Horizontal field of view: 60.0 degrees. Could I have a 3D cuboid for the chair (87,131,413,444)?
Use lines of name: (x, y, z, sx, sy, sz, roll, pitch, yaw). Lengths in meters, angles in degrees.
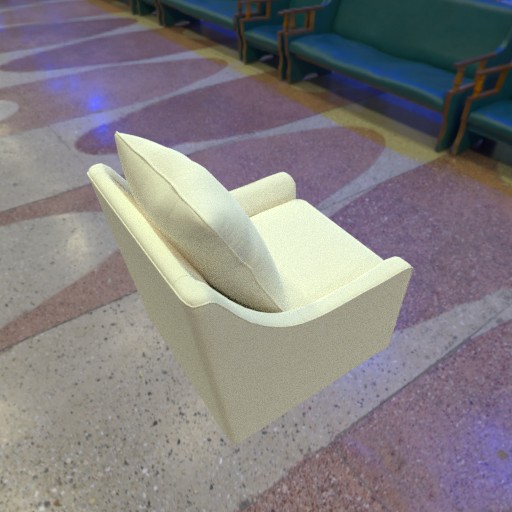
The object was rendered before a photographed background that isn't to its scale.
chair: (0.000, 0.000, 1.636, 0.876, 0.965, 0.756, -24, 47, -25)
